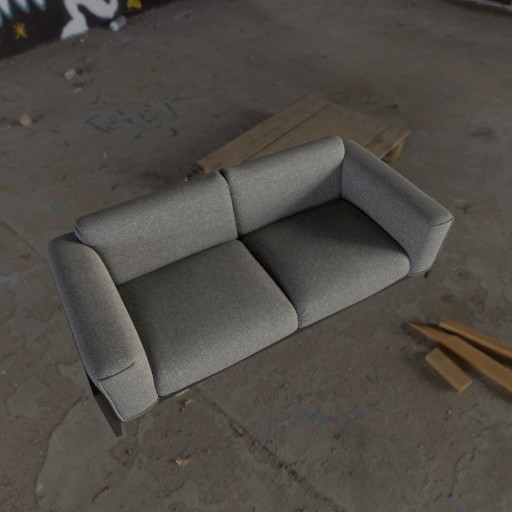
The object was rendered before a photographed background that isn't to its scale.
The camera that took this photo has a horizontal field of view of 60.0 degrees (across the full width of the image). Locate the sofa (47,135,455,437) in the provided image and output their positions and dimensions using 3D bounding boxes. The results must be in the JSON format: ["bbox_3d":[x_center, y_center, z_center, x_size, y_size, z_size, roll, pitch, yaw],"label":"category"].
[{"bbox_3d":[0.000,0.000,2.600,2.125,0.703,0.985,-22,50,-20],"label":"sofa"}]
